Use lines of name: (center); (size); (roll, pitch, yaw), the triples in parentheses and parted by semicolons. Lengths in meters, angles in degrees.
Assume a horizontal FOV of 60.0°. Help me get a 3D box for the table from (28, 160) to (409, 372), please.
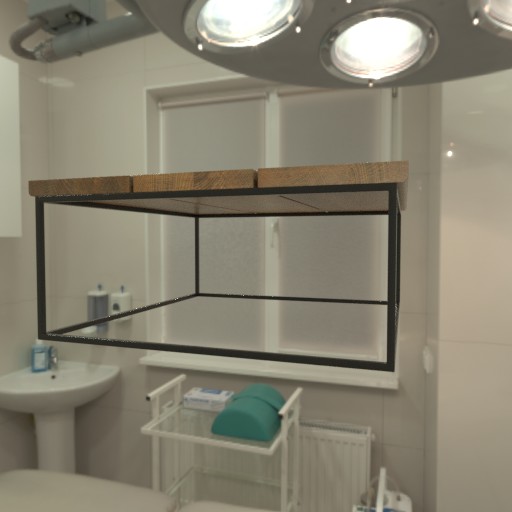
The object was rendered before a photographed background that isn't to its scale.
table: (0.000, 0.000, 1.400); (0.900, 0.400, 0.900); (1, 2, 19)
